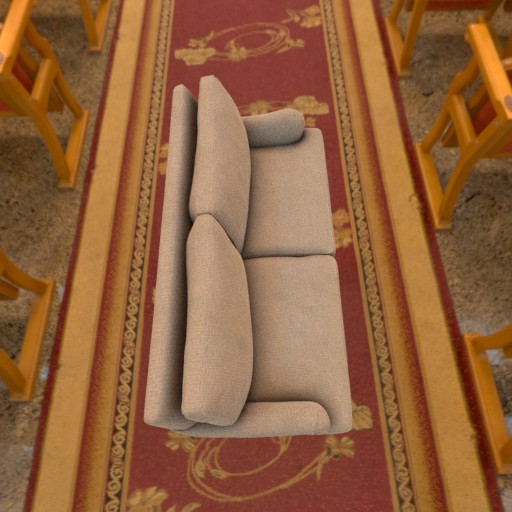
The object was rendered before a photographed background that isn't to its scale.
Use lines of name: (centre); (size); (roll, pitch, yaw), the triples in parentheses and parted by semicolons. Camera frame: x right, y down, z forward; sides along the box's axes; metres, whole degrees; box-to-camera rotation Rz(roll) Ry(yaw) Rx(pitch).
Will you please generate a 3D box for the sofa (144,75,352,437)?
sofa: (0.000, 0.000, 2.873); (1.069, 1.096, 2.193); (-1, 64, 0)
